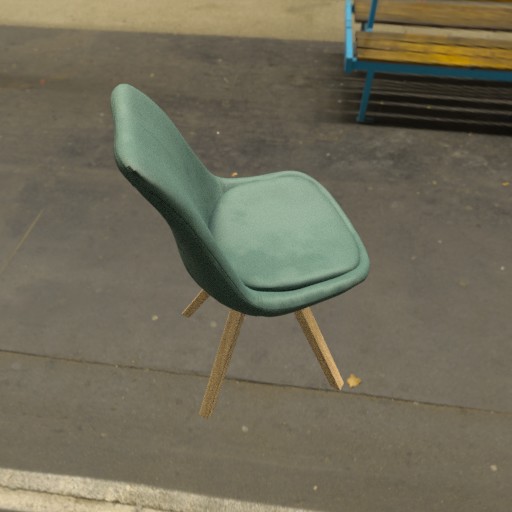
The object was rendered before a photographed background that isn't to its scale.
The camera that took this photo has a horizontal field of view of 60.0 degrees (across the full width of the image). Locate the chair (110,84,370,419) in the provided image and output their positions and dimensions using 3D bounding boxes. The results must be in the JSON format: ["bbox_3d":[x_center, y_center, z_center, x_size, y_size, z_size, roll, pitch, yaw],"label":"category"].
[{"bbox_3d":[0.000,0.000,1.161,0.547,0.865,0.483,-10,47,-10],"label":"chair"}]
